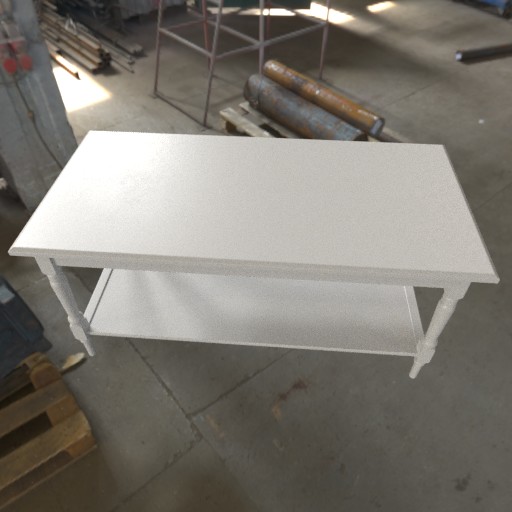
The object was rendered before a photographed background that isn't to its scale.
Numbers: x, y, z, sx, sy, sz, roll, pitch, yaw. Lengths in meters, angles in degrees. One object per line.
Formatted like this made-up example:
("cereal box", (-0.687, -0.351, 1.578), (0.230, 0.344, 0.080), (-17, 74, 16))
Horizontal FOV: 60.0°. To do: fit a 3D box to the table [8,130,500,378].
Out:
("table", (0.000, 0.000, 1.364), (1.109, 0.506, 0.551), (3, 45, 3))
